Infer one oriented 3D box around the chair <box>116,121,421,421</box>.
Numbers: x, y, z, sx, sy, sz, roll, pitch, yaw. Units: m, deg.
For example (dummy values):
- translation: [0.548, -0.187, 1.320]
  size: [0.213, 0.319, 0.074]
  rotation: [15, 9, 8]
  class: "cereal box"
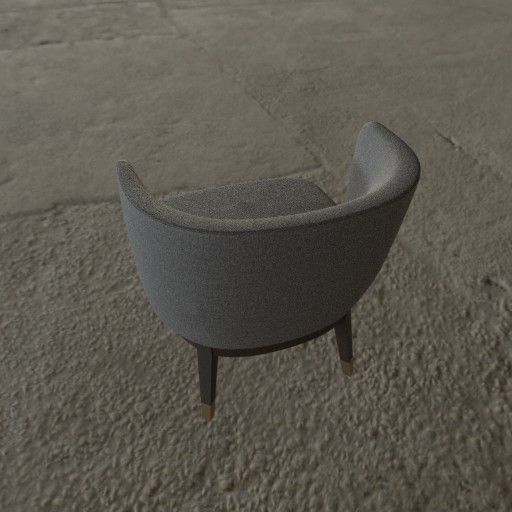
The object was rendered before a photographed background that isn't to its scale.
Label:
- translation: [0.000, 0.000, 1.223]
  size: [0.639, 0.695, 0.698]
  rotation: [-13, 42, -15]
  class: "chair"
